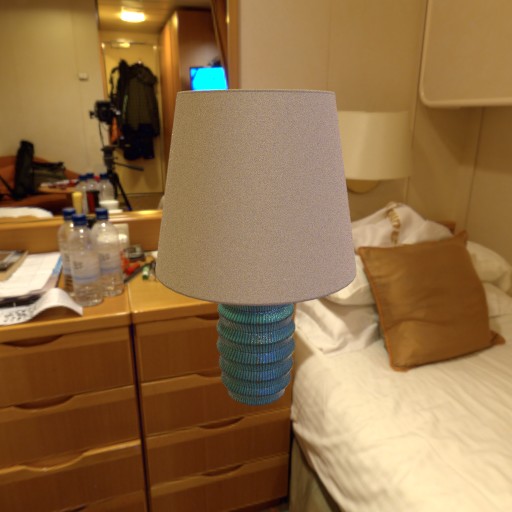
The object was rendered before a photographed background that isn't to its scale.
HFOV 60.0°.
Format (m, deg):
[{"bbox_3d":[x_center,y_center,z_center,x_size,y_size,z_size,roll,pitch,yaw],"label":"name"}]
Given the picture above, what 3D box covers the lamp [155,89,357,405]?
[{"bbox_3d":[0.000,0.000,0.569,0.254,0.392,0.254,0,18,0],"label":"lamp"}]
